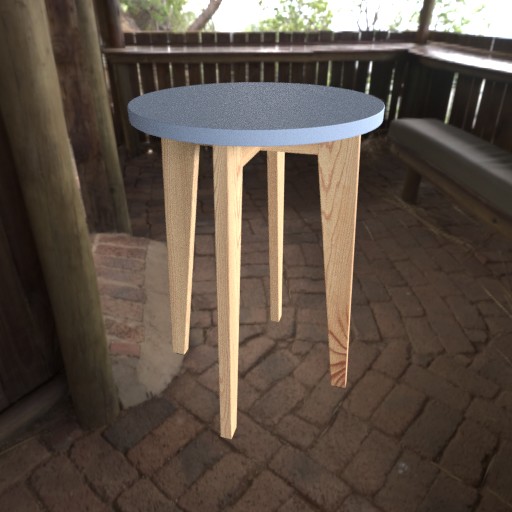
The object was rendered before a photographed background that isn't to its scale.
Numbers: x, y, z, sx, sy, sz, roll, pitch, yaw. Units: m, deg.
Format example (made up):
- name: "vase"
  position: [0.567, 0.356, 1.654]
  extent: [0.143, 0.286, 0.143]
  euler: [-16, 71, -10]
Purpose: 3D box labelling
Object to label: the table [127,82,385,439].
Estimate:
- name: "table"
  position: [0.000, 0.000, 0.743]
  extent: [0.350, 0.500, 0.350]
  euler: [0, 29, 0]
